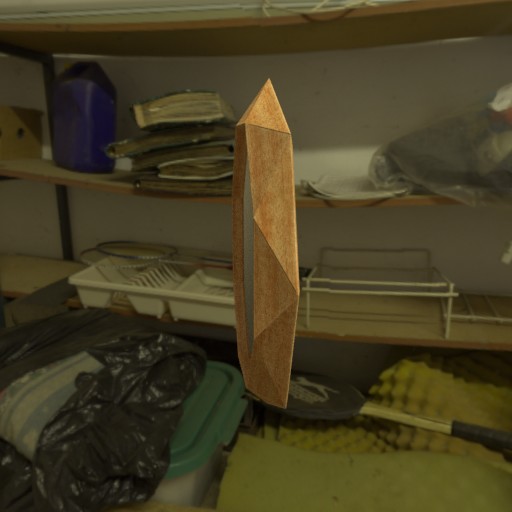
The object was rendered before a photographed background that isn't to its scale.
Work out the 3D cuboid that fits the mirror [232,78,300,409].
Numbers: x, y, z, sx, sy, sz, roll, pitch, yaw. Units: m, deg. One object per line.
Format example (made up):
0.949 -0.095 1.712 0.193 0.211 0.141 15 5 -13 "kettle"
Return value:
0.000 0.000 1.029 0.070 0.774 0.577 -2 15 -9 "mirror"
